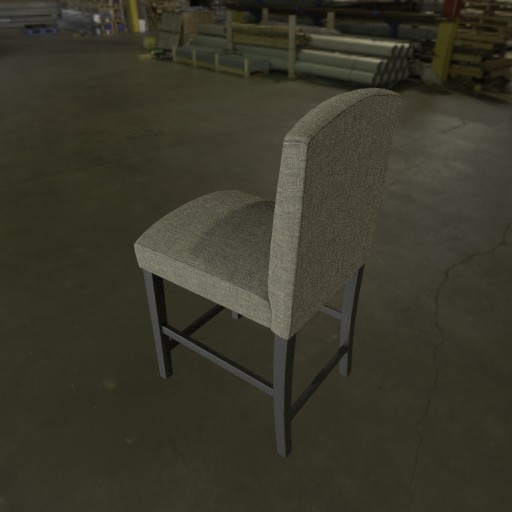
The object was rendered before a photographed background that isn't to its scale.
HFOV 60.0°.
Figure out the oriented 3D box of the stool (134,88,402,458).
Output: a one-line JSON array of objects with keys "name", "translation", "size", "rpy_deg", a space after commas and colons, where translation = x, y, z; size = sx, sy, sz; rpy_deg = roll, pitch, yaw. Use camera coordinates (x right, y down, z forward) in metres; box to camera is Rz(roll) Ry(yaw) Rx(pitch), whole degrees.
[{"name": "stool", "translation": [0.000, 0.000, 1.279], "size": [0.552, 0.966, 0.451], "rpy_deg": [22, 38, 30]}]
